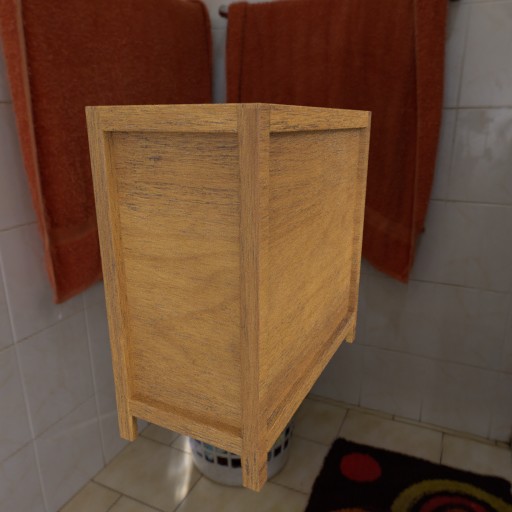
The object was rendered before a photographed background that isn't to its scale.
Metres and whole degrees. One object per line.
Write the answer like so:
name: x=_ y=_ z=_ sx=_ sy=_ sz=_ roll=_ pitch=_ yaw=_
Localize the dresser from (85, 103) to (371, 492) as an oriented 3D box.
dresser: x=0.000 y=0.000 z=1.280 sx=0.427 sy=0.804 sz=0.804 roll=8 pitch=19 yaw=26
